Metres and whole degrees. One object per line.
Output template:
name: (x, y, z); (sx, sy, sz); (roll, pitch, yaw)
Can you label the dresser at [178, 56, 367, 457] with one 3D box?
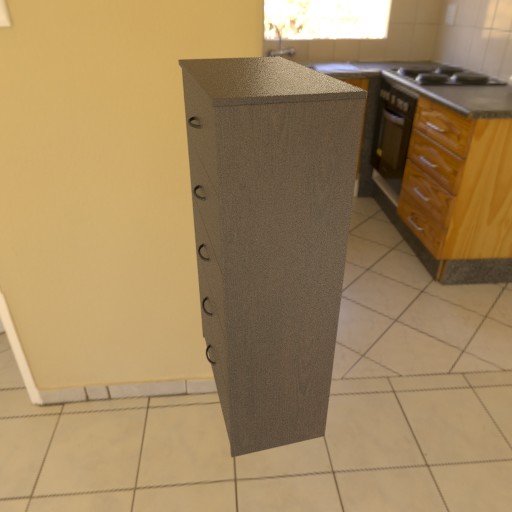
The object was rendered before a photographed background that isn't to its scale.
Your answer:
dresser: (0.000, 0.000, 1.621); (0.418, 1.254, 0.704); (-7, 31, -12)
